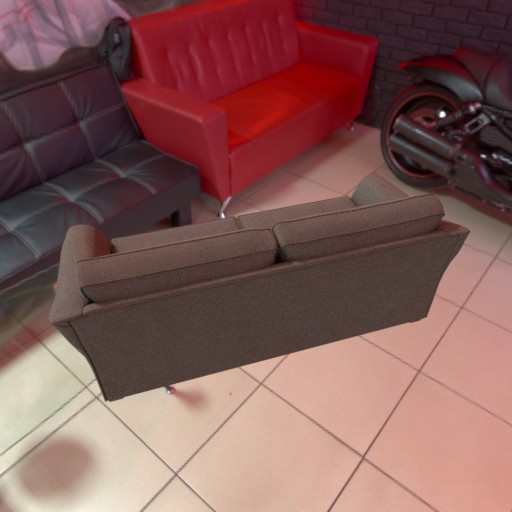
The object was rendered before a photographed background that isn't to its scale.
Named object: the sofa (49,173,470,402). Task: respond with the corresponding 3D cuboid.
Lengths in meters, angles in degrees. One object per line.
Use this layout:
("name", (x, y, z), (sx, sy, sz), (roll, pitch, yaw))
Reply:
("sofa", (0.000, 0.000, 2.774), (2.270, 0.906, 0.986), (-12, 43, -13))
